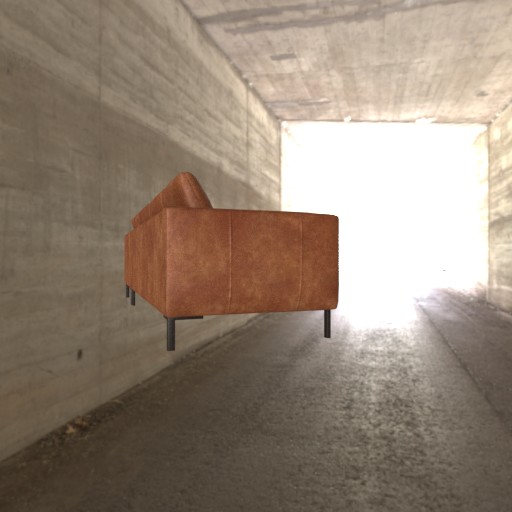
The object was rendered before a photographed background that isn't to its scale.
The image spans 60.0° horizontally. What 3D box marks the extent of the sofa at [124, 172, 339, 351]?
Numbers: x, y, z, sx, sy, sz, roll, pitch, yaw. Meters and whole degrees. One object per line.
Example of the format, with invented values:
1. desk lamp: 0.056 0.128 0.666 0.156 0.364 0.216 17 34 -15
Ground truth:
1. sofa: 0.000 0.000 3.690 1.938 0.877 2.984 0 0 -20
